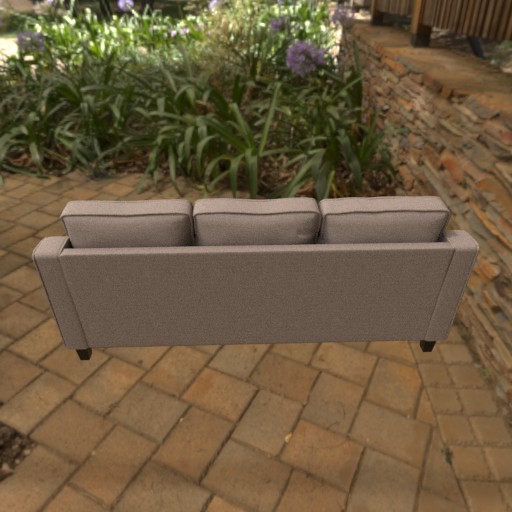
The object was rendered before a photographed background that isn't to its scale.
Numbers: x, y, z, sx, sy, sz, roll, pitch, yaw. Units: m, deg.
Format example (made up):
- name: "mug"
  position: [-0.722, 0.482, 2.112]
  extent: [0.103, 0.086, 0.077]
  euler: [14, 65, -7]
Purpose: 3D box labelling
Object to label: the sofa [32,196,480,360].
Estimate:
- name: "sofa"
  position: [0.000, 0.000, 2.626]
  extent: [2.129, 0.950, 0.899]
  euler: [-1, 31, -2]
